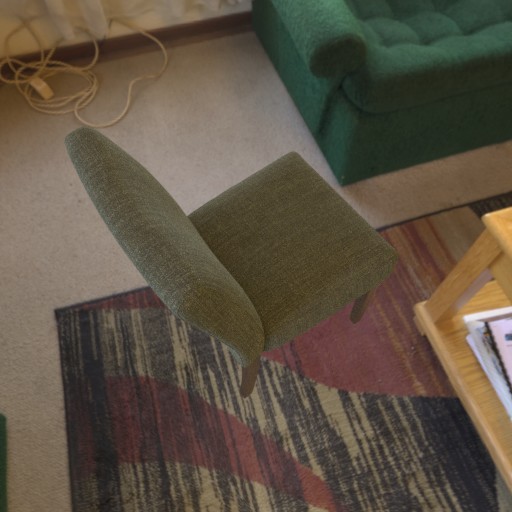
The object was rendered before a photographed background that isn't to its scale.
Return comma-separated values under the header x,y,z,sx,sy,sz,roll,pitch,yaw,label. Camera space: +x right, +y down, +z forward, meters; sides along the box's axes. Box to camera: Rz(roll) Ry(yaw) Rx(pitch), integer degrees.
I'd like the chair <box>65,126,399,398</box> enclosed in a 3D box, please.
x,y,z,sx,sy,sz,roll,pitch,yaw,label
0.000,0.000,1.206,0.629,0.884,0.487,-31,64,-17,chair
